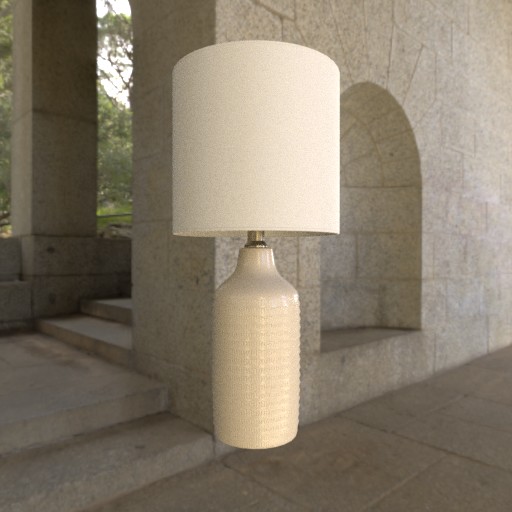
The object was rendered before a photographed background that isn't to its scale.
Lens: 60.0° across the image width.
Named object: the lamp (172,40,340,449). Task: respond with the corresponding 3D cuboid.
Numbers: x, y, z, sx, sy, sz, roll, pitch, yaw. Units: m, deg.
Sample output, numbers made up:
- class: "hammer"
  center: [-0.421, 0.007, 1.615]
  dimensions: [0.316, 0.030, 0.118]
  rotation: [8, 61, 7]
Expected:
- class: "lamp"
  center: [0.000, 0.000, 0.597]
  dimensions: [0.220, 0.475, 0.220]
  rotation: [0, 0, 18]
